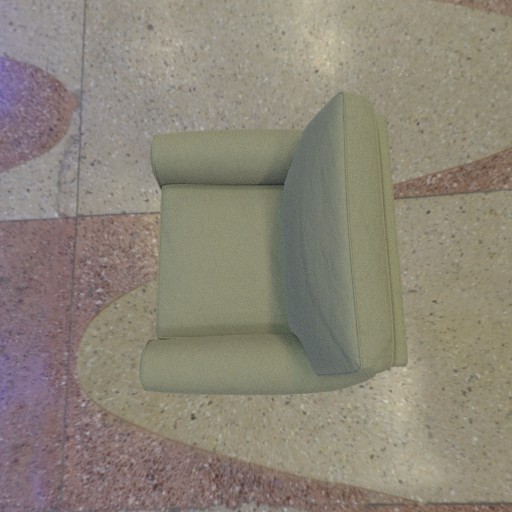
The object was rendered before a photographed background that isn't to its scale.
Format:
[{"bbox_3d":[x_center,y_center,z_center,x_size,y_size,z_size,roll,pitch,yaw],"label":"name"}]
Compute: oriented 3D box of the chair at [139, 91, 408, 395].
[{"bbox_3d":[0.000,0.000,1.899,0.988,1.017,1.135,-1,76,0],"label":"chair"}]
